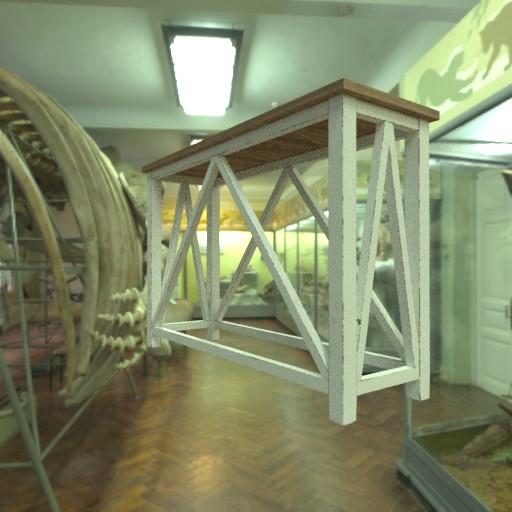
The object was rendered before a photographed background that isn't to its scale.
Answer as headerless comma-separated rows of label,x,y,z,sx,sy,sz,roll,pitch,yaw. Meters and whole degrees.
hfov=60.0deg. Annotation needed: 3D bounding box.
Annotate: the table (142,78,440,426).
table,0.000,0.000,1.862,0.450,0.930,1.400,0,-1,-36
